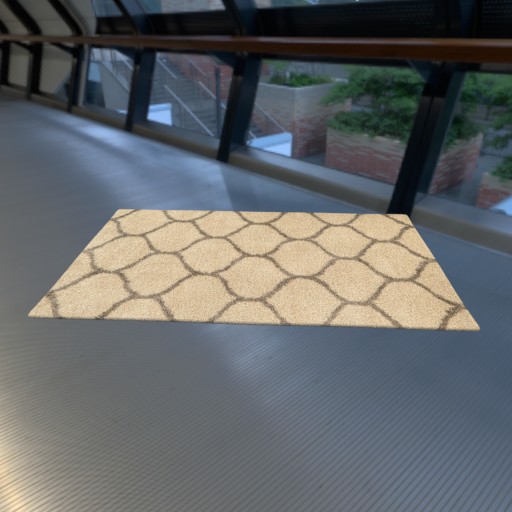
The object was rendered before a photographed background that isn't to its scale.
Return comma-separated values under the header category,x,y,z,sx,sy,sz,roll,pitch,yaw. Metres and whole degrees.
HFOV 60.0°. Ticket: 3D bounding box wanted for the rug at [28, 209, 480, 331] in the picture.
category,x,y,z,sx,sy,sz,roll,pitch,yaw
rug,0.000,0.000,2.950,2.348,0.024,1.501,1,28,3
